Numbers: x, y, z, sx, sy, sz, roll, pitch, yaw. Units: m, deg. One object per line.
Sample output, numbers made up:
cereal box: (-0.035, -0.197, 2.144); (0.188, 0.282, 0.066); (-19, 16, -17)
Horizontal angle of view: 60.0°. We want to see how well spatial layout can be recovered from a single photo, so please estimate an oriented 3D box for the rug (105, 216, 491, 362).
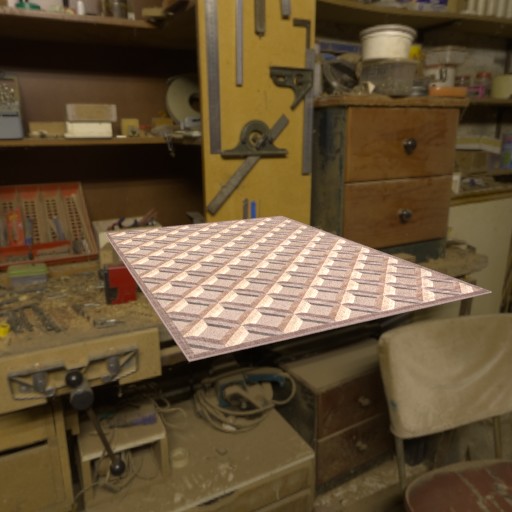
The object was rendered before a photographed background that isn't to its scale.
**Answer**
rug: (0.000, 0.000, 4.278); (2.382, 0.018, 3.294); (-8, 18, -25)
